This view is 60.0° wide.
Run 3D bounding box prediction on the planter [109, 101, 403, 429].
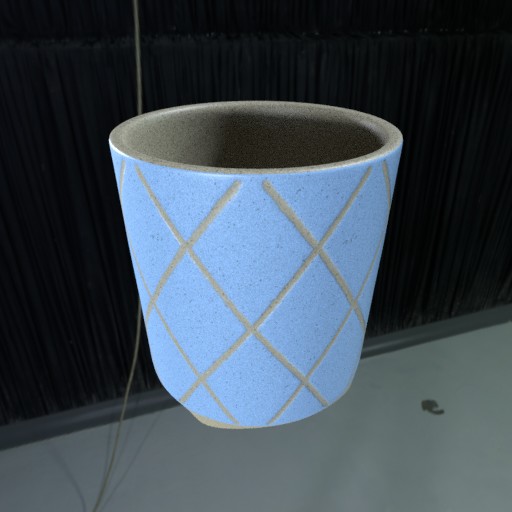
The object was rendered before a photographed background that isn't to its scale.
[{"bbox_3d":[0.000,0.000,0.347,0.191,0.200,0.191,0,29,0],"label":"planter"}]
